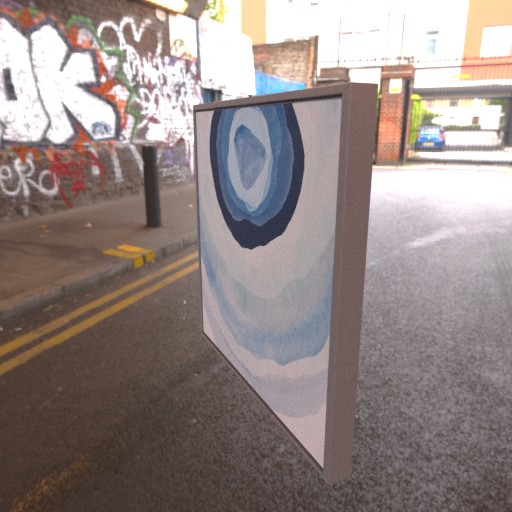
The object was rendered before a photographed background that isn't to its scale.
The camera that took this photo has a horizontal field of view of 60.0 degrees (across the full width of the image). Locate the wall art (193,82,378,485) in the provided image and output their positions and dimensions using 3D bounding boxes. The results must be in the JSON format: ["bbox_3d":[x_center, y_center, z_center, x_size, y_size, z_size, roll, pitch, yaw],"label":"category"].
[{"bbox_3d":[0.000,0.000,0.517,0.028,0.349,0.349,-8,18,-25],"label":"wall art"}]
